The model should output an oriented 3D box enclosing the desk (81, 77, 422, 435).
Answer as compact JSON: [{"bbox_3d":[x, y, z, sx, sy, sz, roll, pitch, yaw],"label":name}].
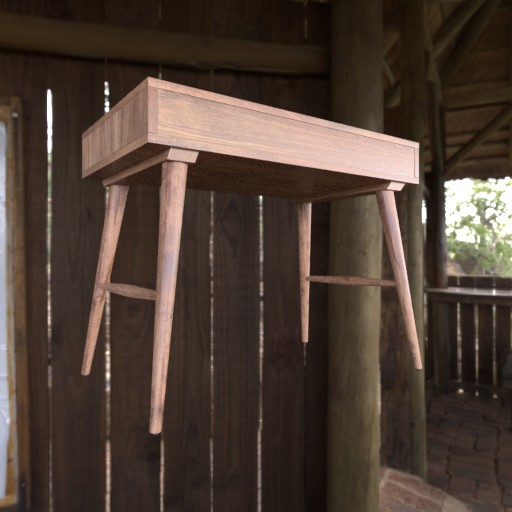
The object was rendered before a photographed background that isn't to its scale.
[{"bbox_3d":[0.000,0.000,1.436,0.949,0.758,0.588,0,0,-35],"label":"desk"}]
